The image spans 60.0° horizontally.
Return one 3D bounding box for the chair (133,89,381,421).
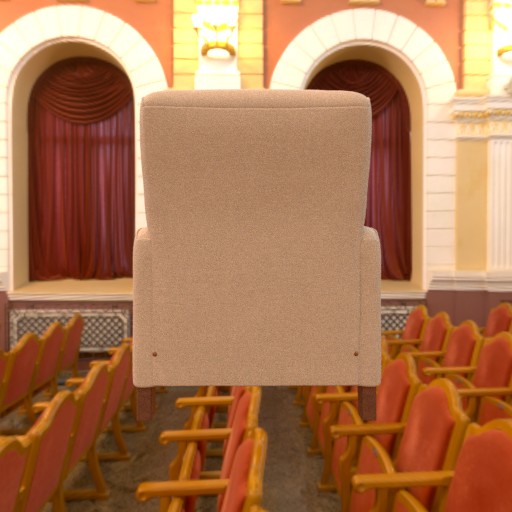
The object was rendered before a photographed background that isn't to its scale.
[{"bbox_3d":[0.000,0.000,1.716,0.841,1.023,0.858,0,1,-1],"label":"chair"}]
